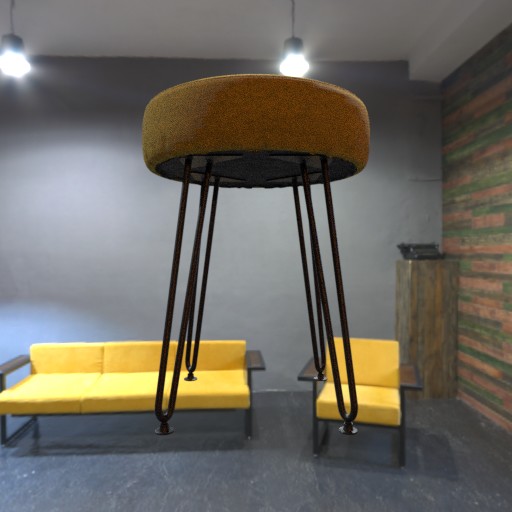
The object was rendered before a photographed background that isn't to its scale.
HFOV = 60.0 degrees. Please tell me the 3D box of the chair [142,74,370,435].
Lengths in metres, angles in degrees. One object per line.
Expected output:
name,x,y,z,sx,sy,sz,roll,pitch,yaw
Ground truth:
chair,0.000,0.000,0.694,0.345,0.455,0.345,0,0,0
